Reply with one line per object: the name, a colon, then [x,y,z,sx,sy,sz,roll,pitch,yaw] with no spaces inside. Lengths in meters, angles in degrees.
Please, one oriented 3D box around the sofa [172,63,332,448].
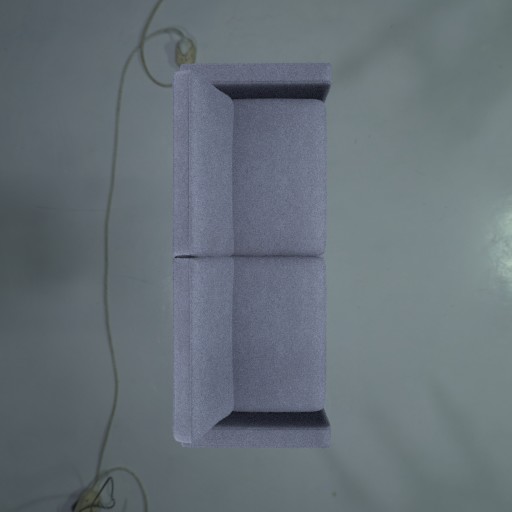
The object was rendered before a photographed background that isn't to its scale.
sofa: [0.000,0.000,2.367,0.774,0.828,1.925,0,91,1]
